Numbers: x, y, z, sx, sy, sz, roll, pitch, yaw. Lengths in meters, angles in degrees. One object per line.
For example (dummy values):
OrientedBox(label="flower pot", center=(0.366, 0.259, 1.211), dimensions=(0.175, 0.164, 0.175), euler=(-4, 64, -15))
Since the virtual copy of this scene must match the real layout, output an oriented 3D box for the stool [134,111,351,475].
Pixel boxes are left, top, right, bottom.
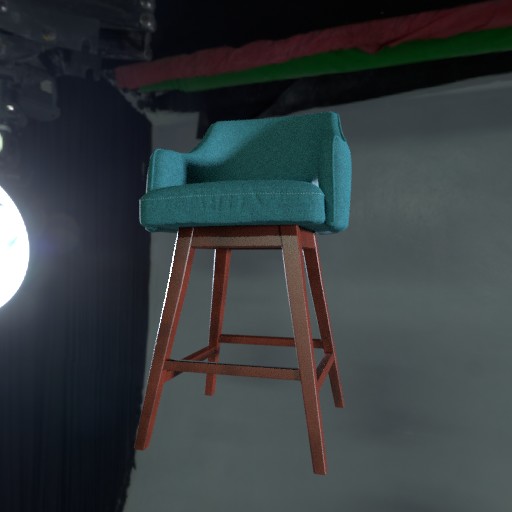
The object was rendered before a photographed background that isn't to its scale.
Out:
OrientedBox(label="stool", center=(0.000, 0.000, 1.293), dimensions=(0.548, 0.961, 0.556), euler=(0, 0, 16))
